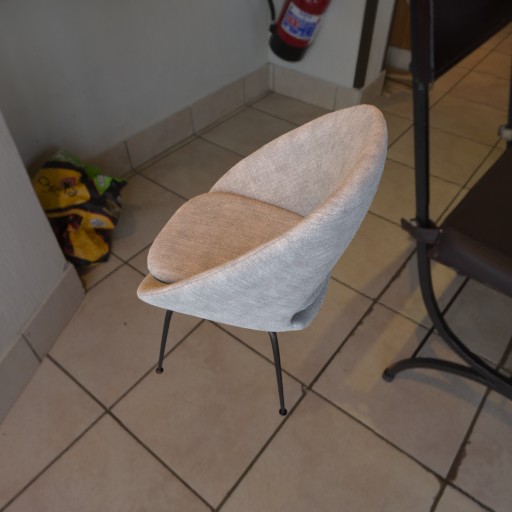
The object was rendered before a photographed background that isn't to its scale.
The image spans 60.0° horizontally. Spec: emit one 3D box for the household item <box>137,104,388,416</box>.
[{"bbox_3d":[0.000,0.000,1.291,0.587,0.869,0.643,14,47,14],"label":"household item"}]
